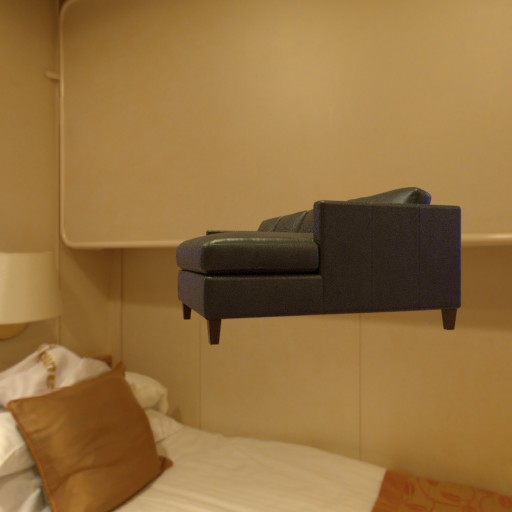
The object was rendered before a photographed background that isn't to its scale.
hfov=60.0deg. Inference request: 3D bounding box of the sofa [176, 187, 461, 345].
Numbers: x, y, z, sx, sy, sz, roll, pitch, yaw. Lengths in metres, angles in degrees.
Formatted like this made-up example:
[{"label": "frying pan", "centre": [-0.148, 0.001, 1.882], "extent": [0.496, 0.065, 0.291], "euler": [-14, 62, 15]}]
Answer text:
[{"label": "sofa", "centre": [0.000, 0.000, 3.930], "extent": [1.581, 0.883, 3.203], "euler": [0, 0, -17]}]
